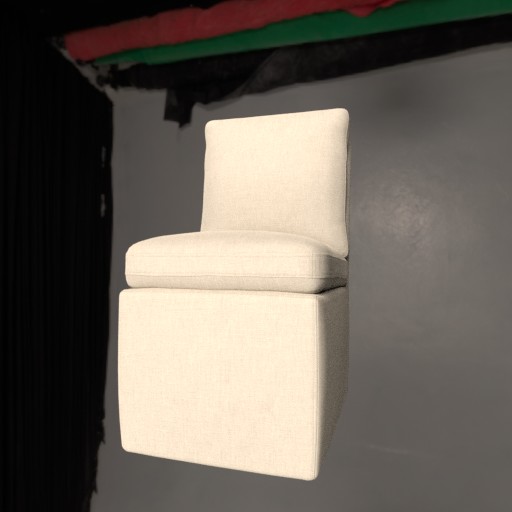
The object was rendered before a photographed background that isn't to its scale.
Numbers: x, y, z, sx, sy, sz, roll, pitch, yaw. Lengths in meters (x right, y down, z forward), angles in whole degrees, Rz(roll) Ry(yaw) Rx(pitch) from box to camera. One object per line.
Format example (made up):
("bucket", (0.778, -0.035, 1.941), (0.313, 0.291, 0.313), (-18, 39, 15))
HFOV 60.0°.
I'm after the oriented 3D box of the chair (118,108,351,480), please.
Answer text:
("chair", (0.000, 0.000, 1.286), (0.503, 0.927, 0.698), (0, 1, 18))
